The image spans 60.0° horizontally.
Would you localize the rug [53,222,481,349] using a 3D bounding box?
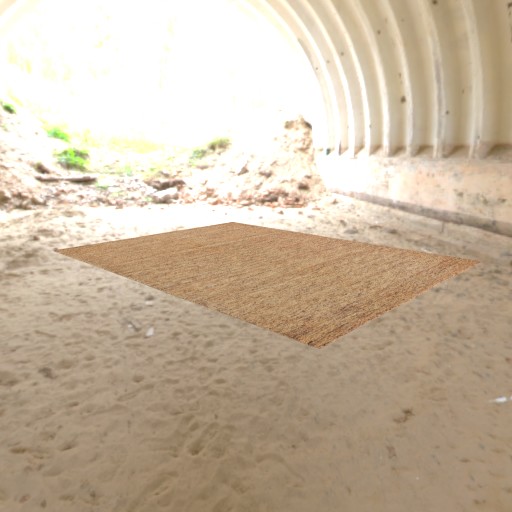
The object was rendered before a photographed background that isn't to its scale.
[{"bbox_3d":[0.000,0.000,4.157,3.200,0.012,2.438,13,18,42],"label":"rug"}]
